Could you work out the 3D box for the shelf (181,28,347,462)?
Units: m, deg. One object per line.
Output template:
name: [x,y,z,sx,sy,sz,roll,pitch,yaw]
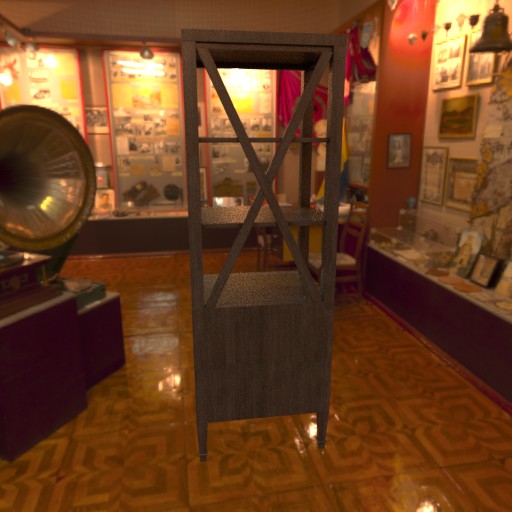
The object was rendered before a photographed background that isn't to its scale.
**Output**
shelf: [0.000,0.000,1.977,0.584,1.727,0.472,-2,15,-9]
